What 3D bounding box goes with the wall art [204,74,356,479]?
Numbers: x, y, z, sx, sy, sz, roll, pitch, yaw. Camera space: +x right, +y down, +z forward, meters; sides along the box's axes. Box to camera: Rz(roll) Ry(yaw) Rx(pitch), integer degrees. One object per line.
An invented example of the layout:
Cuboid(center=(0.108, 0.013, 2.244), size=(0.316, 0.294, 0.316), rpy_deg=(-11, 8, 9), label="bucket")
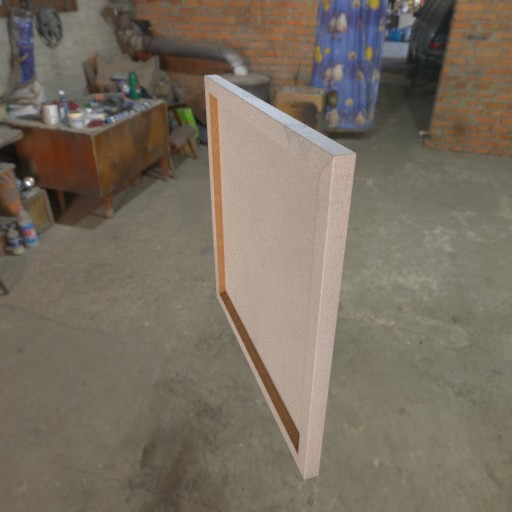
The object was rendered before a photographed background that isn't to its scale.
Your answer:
Cuboid(center=(0.000, 0.000, 1.135), size=(0.038, 0.762, 0.762), rpy_deg=(-10, 32, -17), label="wall art")
